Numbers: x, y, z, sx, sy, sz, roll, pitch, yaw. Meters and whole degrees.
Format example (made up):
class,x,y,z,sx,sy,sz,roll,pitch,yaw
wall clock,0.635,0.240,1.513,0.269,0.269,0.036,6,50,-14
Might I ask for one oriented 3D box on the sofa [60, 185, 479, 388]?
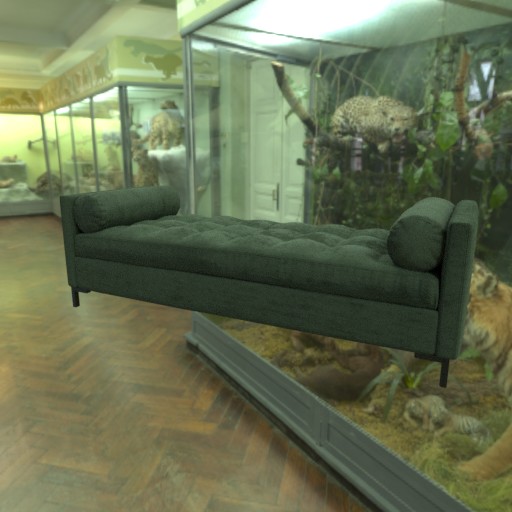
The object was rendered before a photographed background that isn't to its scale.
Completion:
class,x,y,z,sx,sy,sz,roll,pitch,yaw
sofa,0.000,0.000,2.424,2.130,0.681,0.817,7,15,26
